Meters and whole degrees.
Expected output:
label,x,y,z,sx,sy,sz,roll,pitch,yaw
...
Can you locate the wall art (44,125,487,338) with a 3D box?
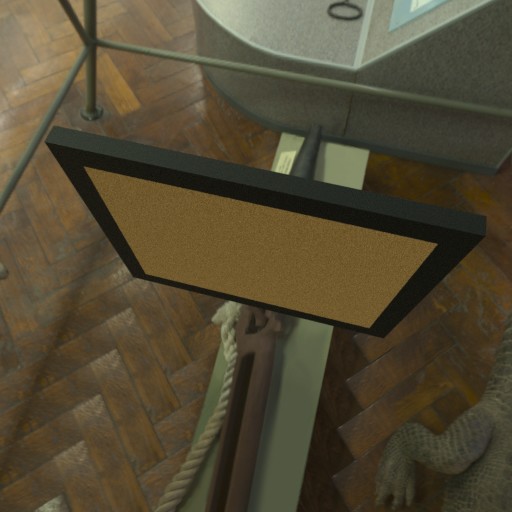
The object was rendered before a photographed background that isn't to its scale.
label,x,y,z,sx,sy,sz,roll,pitch,yaw
wall art,0.000,0.000,0.759,0.561,0.460,0.028,13,65,6
